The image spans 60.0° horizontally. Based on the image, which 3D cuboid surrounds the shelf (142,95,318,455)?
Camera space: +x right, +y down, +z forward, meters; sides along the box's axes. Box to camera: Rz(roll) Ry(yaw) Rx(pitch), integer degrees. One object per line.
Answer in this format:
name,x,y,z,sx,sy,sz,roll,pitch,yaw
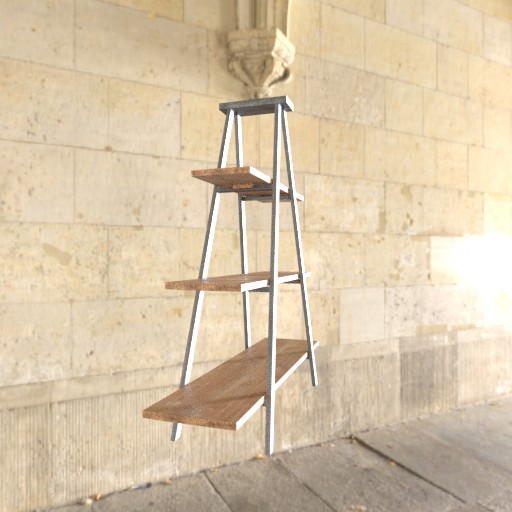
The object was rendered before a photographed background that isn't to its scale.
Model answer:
shelf,0.000,0.000,2.618,0.508,1.808,1.746,0,0,18
